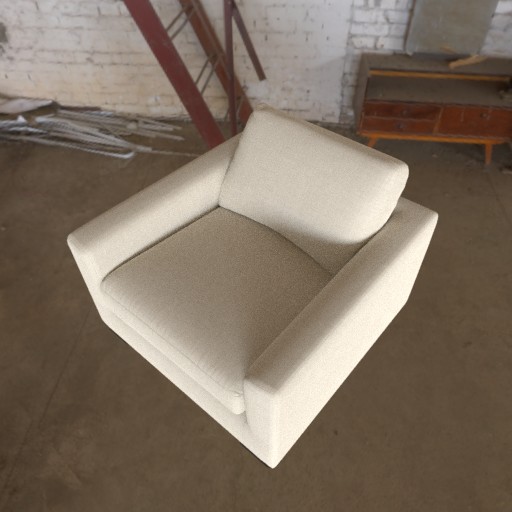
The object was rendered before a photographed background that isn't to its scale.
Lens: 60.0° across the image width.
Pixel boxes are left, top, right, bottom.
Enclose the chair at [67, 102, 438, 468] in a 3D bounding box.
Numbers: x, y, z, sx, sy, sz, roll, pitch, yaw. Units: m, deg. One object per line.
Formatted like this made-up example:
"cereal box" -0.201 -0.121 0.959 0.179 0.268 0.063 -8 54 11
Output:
"chair" 0.000 0.000 1.896 1.070 0.876 1.100 31 52 28
